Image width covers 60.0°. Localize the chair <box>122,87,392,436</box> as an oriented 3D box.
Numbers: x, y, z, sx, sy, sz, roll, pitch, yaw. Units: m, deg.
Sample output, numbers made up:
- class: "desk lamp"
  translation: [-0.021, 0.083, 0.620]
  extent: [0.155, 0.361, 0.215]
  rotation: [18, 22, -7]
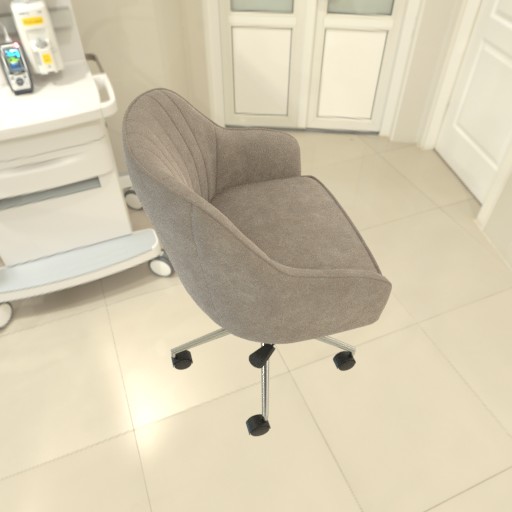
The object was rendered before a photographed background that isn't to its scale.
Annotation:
- class: "chair"
  translation: [0.000, 0.000, 1.224]
  extent: [0.573, 0.831, 0.635]
  rotation: [-11, 46, -11]
